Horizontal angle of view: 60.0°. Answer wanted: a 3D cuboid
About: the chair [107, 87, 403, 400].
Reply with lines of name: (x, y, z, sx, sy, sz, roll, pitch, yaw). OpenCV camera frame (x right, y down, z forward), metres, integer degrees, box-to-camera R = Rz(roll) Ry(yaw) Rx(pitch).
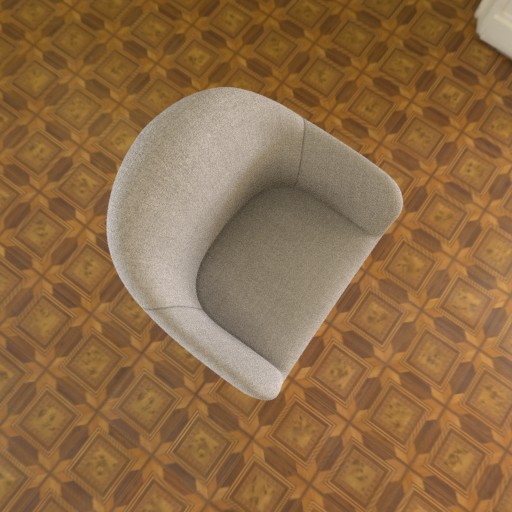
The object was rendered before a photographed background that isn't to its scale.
chair: (0.000, 0.000, 1.197, 0.550, 0.795, 0.590, 35, 78, 8)
